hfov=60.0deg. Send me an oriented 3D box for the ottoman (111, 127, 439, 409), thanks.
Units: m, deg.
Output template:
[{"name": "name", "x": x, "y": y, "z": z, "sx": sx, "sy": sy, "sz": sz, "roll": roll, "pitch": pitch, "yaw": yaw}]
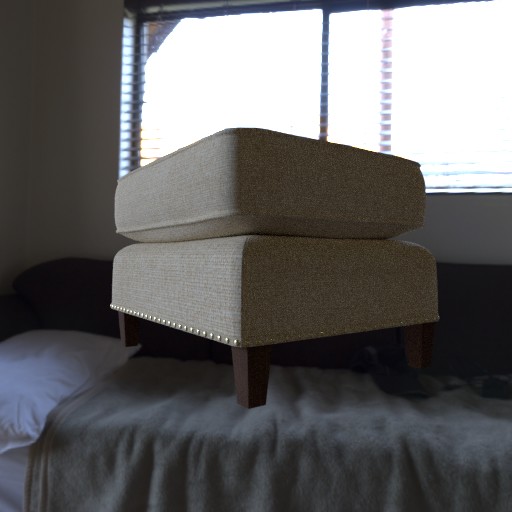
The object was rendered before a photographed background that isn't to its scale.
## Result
[{"name": "ottoman", "x": 0.000, "y": 0.000, "z": 1.200, "sx": 0.589, "sy": 0.537, "sz": 0.738, "roll": 0, "pitch": 0, "yaw": -35}]
